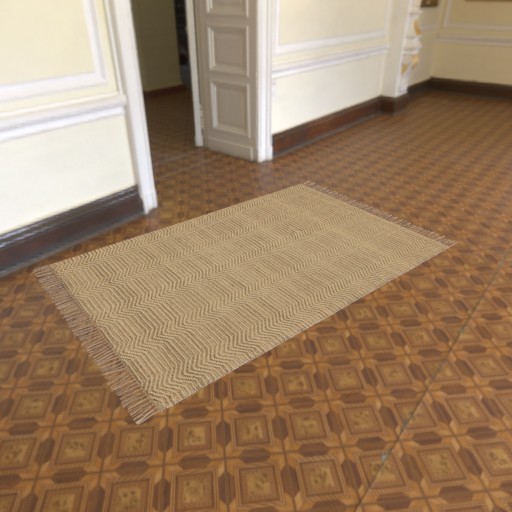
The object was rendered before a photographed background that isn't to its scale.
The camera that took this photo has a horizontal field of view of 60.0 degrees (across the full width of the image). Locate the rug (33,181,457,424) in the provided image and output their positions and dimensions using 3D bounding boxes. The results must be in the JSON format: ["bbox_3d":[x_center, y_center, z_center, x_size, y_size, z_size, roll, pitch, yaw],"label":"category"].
[{"bbox_3d":[0.000,0.000,2.425,2.021,0.027,1.224,-22,38,-32],"label":"rug"}]
